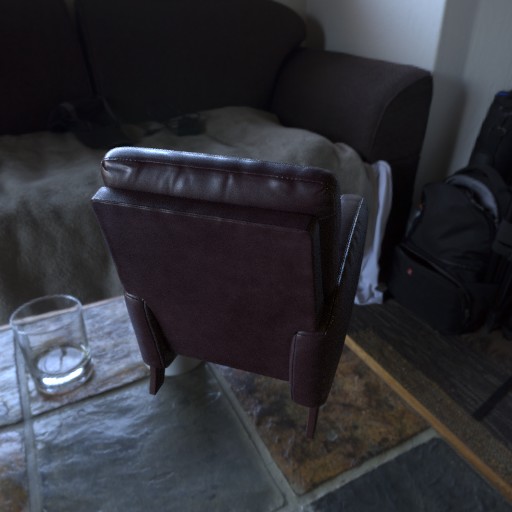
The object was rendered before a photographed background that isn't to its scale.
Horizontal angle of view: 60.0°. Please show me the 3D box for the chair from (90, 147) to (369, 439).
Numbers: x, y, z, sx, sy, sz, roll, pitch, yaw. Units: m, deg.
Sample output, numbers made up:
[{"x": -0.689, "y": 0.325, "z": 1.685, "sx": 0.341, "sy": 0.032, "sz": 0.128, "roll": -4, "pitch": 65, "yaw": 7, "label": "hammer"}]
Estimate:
[{"x": 0.000, "y": 0.000, "z": 1.681, "sx": 0.762, "sy": 0.990, "sz": 0.990, "roll": 10, "pitch": 32, "yaw": 16, "label": "chair"}]
